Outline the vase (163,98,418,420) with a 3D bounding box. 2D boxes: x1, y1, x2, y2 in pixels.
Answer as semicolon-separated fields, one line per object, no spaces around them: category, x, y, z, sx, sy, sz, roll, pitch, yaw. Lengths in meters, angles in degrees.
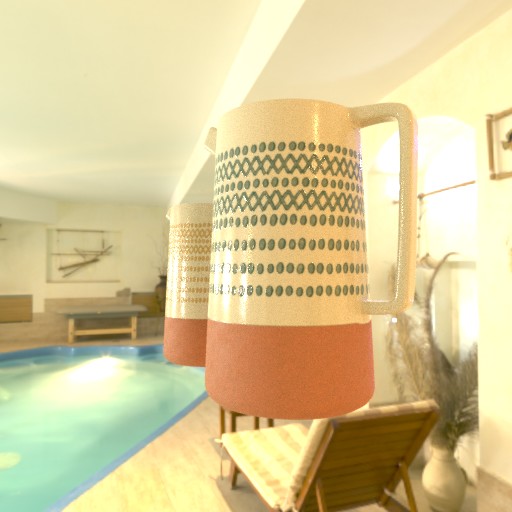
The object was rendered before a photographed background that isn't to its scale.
vase;0.000;0.000;0.456;0.168;0.247;0.326;1;-2;-16
